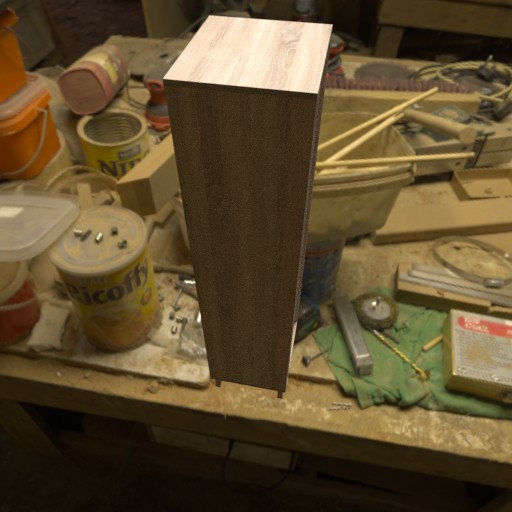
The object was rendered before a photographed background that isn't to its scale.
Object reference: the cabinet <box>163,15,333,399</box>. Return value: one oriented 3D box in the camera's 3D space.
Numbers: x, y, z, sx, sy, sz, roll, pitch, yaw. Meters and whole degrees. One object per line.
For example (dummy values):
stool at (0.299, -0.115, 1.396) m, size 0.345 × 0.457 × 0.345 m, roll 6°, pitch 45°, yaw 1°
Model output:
cabinet at (0.000, 0.000, 2.144) m, size 0.450 × 1.960 × 0.510 m, roll 8°, pitch 48°, yaw 8°
